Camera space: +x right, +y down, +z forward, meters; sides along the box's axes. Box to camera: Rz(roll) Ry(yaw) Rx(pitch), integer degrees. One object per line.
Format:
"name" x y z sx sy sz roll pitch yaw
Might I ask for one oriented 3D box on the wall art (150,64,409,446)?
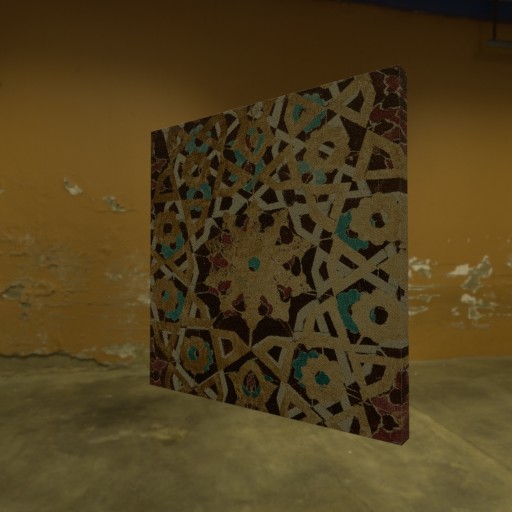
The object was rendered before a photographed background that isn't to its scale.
"wall art" 0.000 0.000 0.910 0.609 0.613 0.041 -1 -2 37
